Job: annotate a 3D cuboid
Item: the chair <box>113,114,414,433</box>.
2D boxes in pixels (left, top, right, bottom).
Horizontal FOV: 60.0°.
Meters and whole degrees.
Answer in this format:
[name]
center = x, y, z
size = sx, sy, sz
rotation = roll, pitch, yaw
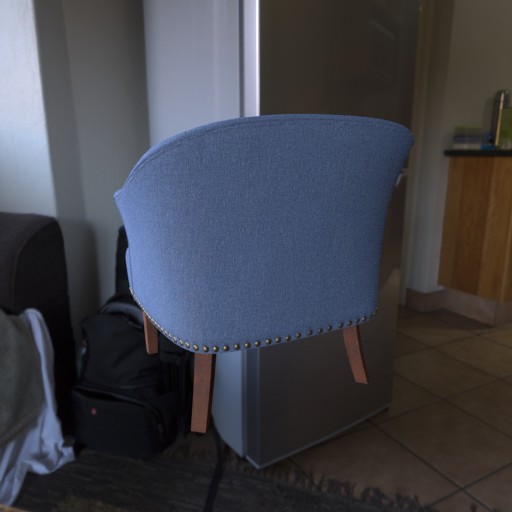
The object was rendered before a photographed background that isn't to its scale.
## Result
[chair]
center = 0.000, 0.000, 1.405
size = 0.798, 0.815, 0.704
rotation = -7, 15, -26
